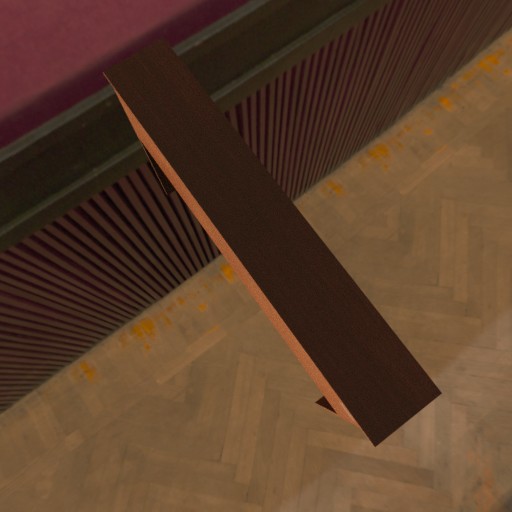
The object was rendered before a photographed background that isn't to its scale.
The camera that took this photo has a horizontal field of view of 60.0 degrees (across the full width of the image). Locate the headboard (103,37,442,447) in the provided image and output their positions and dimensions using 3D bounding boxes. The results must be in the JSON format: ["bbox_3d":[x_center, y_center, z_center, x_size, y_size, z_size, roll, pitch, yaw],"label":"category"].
[{"bbox_3d":[0.000,0.000,2.105,0.279,1.092,1.671,-35,78,-8],"label":"headboard"}]
